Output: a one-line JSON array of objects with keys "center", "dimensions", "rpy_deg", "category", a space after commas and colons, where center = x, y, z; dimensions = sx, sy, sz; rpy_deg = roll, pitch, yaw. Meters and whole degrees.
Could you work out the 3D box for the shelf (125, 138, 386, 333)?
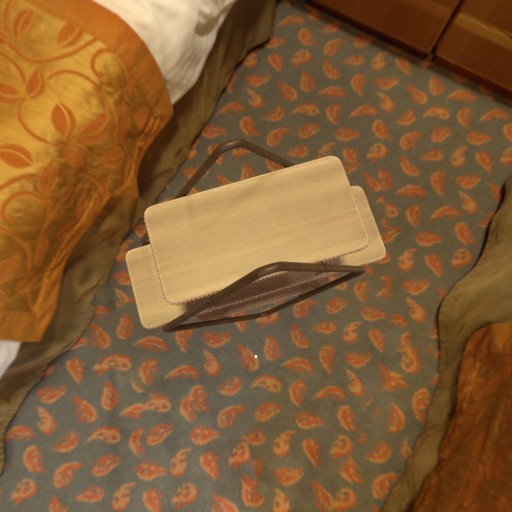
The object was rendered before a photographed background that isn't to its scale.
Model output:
[{"center": [0.000, 0.000, 1.076], "dimensions": [0.609, 0.774, 0.234], "rpy_deg": [-16, 78, -4], "category": "shelf"}]
